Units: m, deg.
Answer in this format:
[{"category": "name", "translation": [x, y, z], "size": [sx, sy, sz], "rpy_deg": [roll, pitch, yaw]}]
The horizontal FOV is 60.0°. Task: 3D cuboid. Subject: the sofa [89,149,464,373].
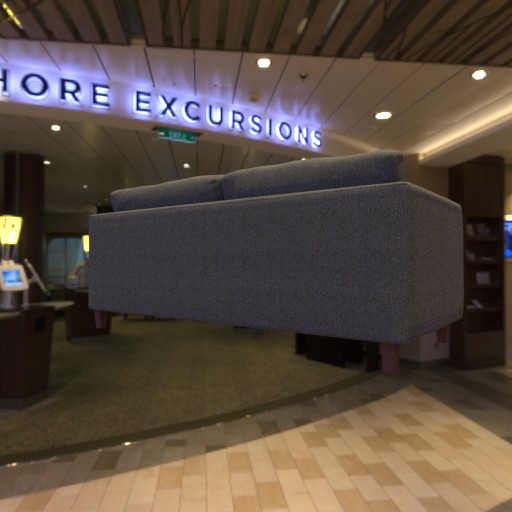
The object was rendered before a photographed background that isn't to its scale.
[{"category": "sofa", "translation": [0.000, 0.000, 2.737], "size": [2.208, 0.965, 0.948], "rpy_deg": [0, -1, 37]}]
